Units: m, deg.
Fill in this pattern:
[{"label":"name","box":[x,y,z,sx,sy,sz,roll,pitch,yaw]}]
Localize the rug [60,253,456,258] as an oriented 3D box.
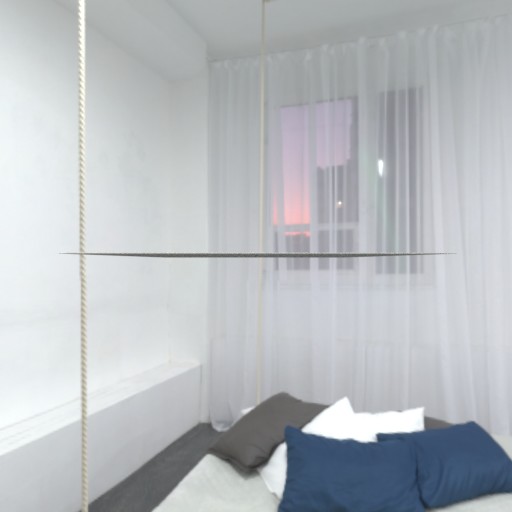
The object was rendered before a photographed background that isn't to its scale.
[{"label":"rug","box":[0.000,0.000,4.217,2.354,0.007,3.196,0,-1,-1]}]
